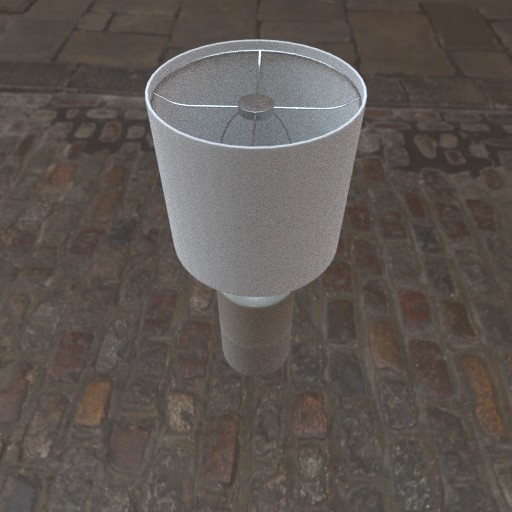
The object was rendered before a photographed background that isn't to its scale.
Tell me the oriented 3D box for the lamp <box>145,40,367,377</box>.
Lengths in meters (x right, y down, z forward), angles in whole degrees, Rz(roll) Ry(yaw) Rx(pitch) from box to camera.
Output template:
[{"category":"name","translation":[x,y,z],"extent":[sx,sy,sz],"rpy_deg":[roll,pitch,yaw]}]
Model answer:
[{"category":"lamp","translation":[0.000,0.000,0.611],"extent":[0.212,0.493,0.212],"rpy_deg":[2,48,2]}]
